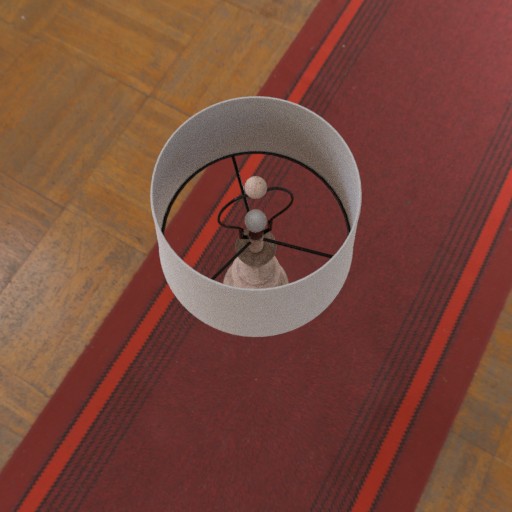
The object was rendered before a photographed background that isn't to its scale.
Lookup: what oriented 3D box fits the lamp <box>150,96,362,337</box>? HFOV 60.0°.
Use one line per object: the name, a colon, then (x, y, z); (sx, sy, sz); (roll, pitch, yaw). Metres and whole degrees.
lamp: (0.000, 0.000, 0.885); (0.340, 0.678, 0.340); (0, 74, 0)
